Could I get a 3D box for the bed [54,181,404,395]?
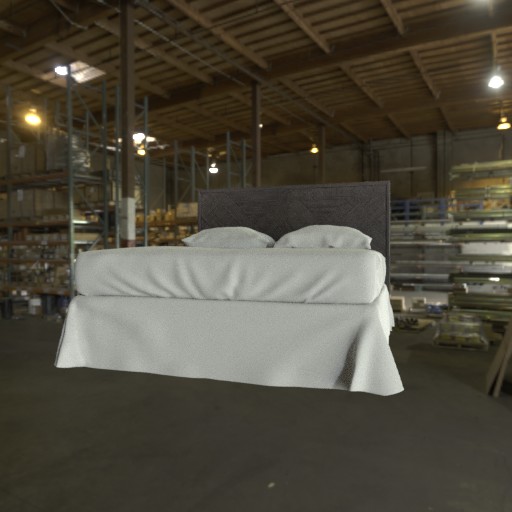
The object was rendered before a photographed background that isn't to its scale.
[{"bbox_3d":[0.000,0.000,2.839,1.772,1.142,1.785,0,0,17],"label":"bed"}]
